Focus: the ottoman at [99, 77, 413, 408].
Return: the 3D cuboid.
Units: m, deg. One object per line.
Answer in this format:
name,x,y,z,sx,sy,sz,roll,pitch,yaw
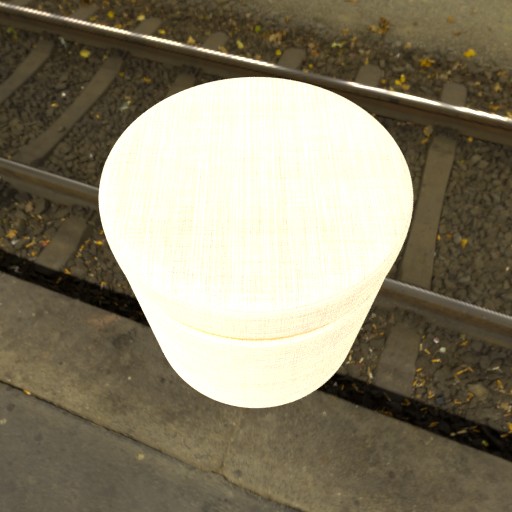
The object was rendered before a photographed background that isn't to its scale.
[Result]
ottoman,0.000,0.000,0.727,0.400,0.406,0.400,0,57,0
